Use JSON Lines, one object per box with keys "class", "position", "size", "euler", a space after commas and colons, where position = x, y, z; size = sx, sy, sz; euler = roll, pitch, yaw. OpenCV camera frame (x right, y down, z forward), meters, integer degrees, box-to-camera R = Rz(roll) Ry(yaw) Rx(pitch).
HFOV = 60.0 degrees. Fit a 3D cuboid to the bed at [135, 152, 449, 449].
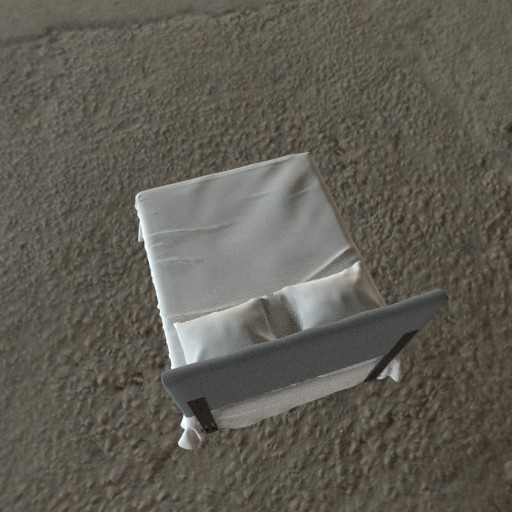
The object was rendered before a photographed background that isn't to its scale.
{"class": "bed", "position": [0.000, 0.000, 3.501], "size": [1.936, 1.577, 2.222], "euler": [-15, 61, -9]}
